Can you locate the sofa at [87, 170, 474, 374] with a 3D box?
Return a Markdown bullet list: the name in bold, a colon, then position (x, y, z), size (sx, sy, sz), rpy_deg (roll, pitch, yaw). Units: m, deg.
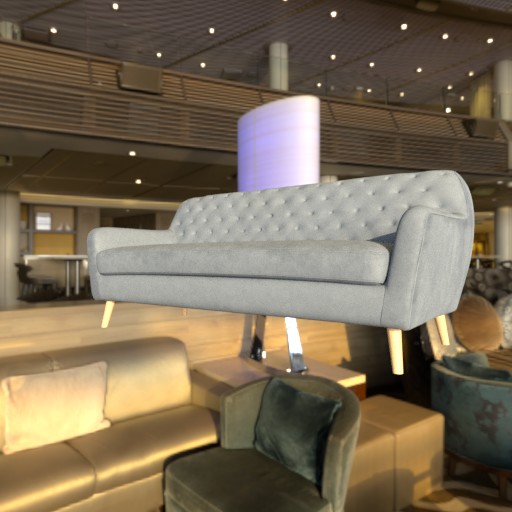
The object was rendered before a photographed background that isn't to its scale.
- **sofa**: position (0.000, 0.000, 2.345), size (1.975, 0.832, 0.841), rpy_deg (0, 0, 37)
